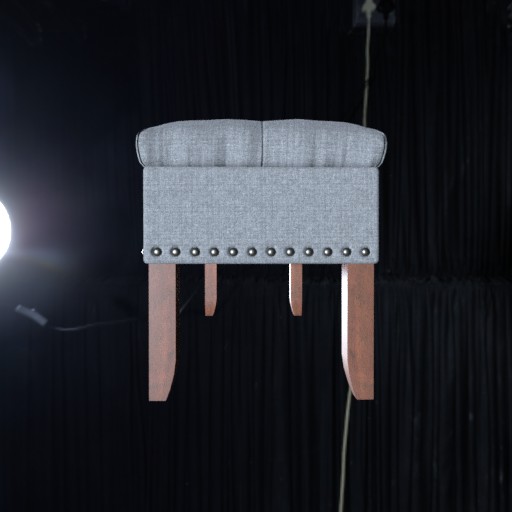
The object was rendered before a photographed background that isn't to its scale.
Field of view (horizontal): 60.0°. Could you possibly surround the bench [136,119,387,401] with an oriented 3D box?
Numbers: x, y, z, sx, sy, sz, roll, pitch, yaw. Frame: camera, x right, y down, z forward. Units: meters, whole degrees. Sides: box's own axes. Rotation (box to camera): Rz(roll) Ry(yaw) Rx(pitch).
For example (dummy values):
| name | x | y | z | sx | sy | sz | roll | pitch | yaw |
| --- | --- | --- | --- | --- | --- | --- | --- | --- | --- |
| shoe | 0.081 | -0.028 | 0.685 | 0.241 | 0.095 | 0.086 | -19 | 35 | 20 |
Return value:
| name | x | y | z | sx | sy | sz | roll | pitch | yaw |
| --- | --- | --- | --- | --- | --- | --- | --- | --- | --- |
| bench | 0.000 | 0.000 | 1.240 | 0.417 | 0.470 | 1.052 | 0 | 0 | -1 |
